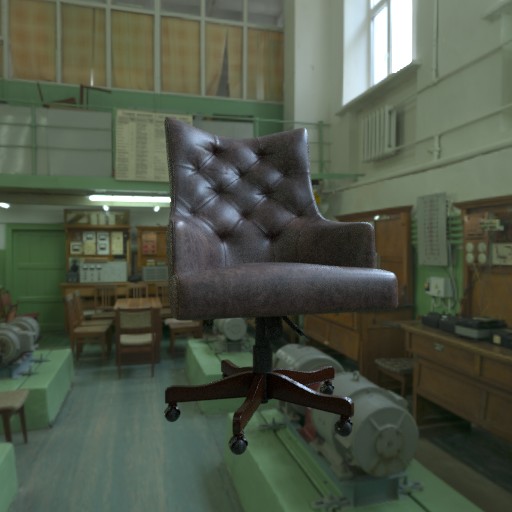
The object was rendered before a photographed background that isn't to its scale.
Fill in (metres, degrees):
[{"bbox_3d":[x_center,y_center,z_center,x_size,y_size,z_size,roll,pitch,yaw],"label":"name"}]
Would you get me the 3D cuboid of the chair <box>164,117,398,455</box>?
[{"bbox_3d":[0.000,0.000,1.517,0.641,1.035,0.762,0,1,-17],"label":"chair"}]
